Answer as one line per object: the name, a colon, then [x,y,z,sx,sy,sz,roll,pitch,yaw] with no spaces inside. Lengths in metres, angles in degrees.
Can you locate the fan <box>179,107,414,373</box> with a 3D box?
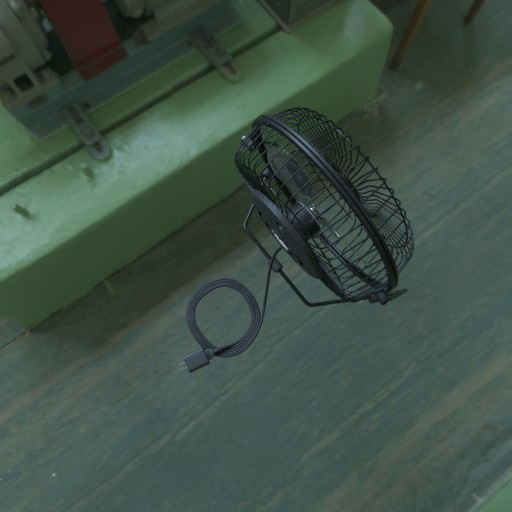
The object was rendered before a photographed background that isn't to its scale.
fan: [0.000,0.000,0.373,0.227,0.188,0.209,-37,77,-10]
